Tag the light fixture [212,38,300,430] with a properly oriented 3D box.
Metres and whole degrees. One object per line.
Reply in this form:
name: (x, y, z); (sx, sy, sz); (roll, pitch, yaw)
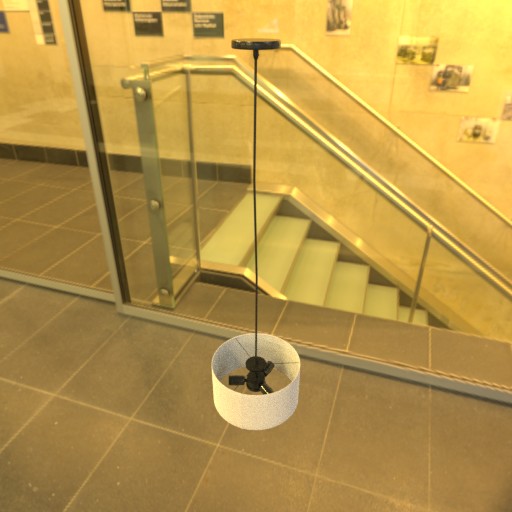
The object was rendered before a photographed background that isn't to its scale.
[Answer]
light fixture: (0.000, 0.000, 1.726); (0.399, 1.516, 0.399); (0, 30, 0)
